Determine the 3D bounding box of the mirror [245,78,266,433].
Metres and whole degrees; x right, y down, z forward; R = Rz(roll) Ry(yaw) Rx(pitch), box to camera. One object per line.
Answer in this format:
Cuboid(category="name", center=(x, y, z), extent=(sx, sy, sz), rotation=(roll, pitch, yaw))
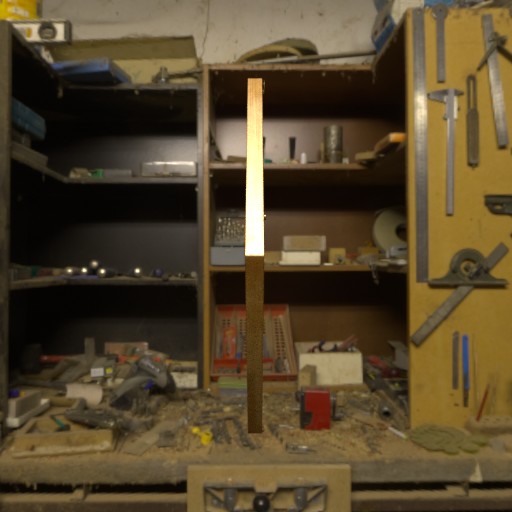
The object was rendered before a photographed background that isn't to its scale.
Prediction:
Cuboid(category="mirror", center=(0.000, 0.000, 0.848), extent=(0.032, 0.679, 0.419), rotation=(0, 0, 0))
